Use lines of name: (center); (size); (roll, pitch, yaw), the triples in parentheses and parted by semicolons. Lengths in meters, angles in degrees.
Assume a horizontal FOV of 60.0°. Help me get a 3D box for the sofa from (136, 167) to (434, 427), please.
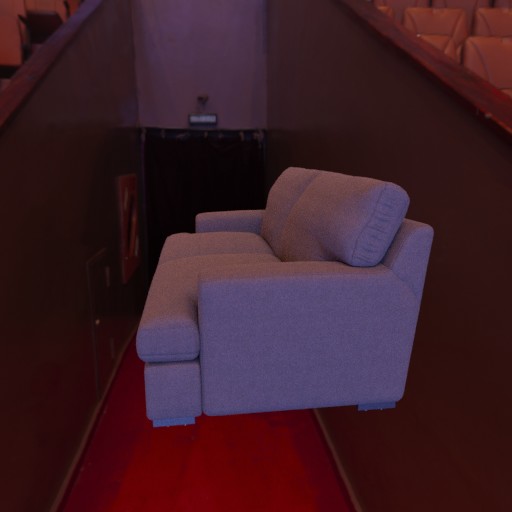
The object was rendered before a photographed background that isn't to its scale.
sofa: (0.000, 0.000, 2.530); (1.140, 0.950, 1.869); (-2, 13, -8)
